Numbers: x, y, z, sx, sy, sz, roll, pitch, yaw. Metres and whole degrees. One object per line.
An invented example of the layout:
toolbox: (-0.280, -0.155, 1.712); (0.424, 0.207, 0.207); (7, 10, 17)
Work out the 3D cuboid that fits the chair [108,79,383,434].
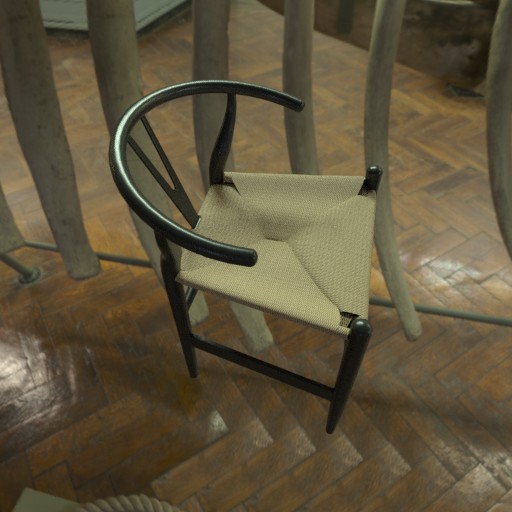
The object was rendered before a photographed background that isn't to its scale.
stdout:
chair: (0.000, 0.000, 1.140); (0.570, 0.739, 0.570); (10, 48, 9)
